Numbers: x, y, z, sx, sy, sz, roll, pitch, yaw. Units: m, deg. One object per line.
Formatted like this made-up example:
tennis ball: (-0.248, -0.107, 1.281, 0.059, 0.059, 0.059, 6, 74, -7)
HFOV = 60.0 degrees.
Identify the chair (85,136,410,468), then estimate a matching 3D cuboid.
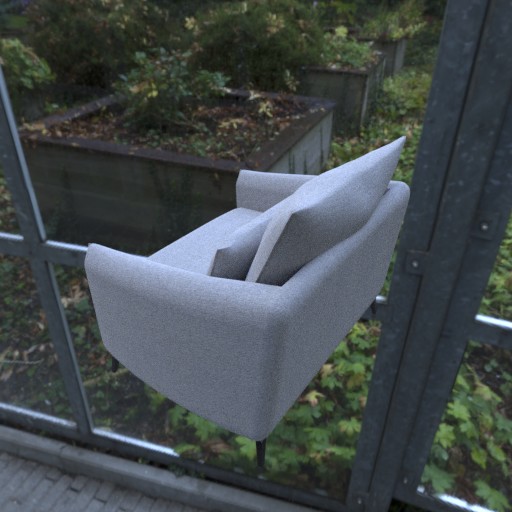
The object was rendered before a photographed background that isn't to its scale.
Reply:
chair: (0.000, 0.000, 1.652, 0.801, 0.856, 1.029, 20, 37, 29)
